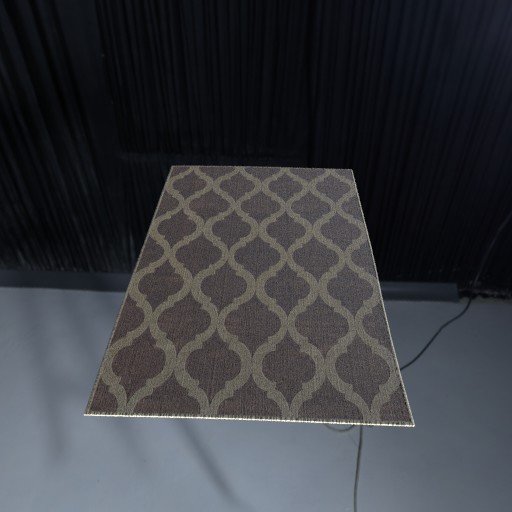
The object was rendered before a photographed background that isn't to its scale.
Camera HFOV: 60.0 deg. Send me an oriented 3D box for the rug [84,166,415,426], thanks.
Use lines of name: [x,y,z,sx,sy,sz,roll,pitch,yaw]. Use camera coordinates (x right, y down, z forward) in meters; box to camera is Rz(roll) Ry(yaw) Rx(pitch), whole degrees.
rug: [0.000,0.000,2.879,1.522,0.008,2.284,1,41,2]
